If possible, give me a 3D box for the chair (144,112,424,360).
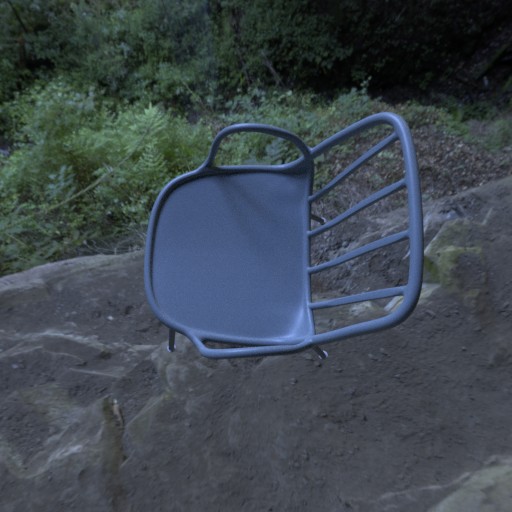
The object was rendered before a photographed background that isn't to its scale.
[{"bbox_3d":[0.000,0.000,1.183,0.597,0.816,0.549,1,76,0],"label":"chair"}]
